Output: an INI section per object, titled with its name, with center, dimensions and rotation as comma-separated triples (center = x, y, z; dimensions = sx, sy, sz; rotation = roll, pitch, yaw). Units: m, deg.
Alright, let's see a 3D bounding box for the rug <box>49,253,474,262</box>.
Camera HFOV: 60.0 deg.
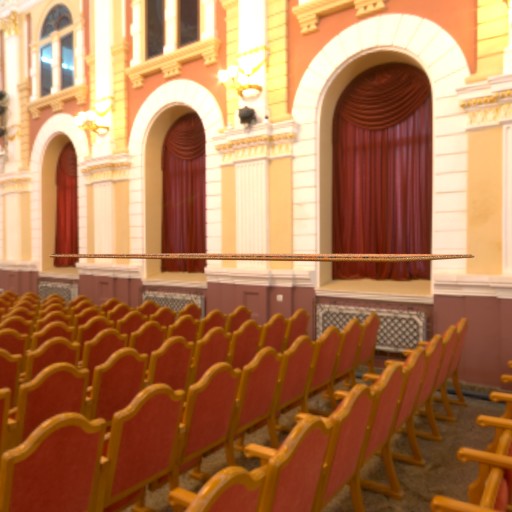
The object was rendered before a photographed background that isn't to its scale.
[rug]
center = 0.000, 0.000, 1.069
dimensions = 0.863, 0.008, 0.557
rotation = 0, 1, 36
